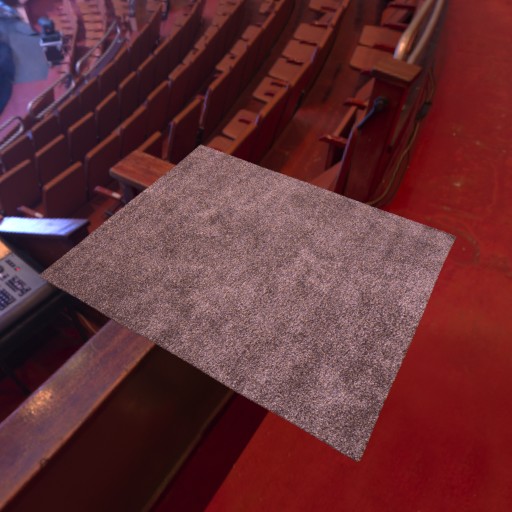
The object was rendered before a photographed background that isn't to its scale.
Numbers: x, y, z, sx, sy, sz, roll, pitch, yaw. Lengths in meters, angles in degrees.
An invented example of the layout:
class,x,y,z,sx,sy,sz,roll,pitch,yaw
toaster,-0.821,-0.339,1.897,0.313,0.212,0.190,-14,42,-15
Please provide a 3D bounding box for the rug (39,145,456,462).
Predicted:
class,x,y,z,sx,sy,sz,roll,pitch,yaw
rug,0.000,0.000,4.052,3.000,0.025,2.401,24,51,21
